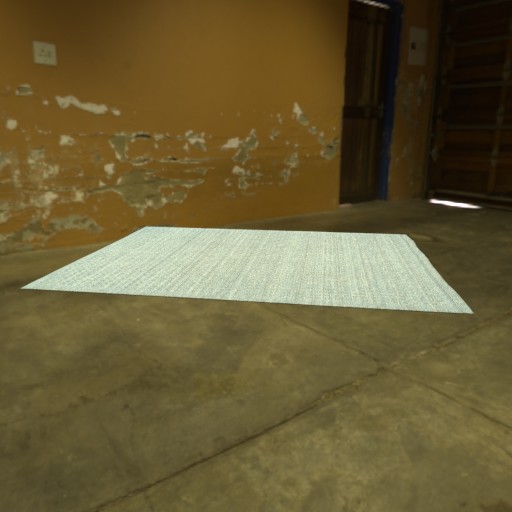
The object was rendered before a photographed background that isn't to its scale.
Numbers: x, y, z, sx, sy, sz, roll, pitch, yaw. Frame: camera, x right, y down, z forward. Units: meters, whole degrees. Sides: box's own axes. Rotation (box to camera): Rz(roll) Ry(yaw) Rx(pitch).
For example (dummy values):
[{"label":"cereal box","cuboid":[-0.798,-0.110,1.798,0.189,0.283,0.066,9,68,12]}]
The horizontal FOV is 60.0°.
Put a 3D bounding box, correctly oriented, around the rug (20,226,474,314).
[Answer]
[{"label":"rug","cuboid":[0.000,0.000,4.230,3.200,0.007,2.443,2,15,9]}]
